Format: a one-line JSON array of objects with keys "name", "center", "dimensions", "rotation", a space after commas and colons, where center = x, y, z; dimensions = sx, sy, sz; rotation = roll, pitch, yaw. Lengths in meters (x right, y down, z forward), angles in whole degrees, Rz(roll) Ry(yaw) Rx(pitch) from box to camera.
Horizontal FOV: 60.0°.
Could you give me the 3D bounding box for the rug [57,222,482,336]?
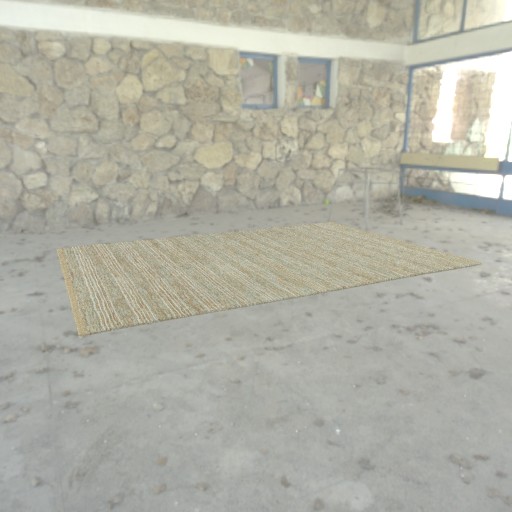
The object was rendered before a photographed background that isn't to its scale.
[{"name": "rug", "center": [0.000, 0.000, 2.284], "dimensions": [1.824, 0.010, 1.240], "rotation": [-7, 16, -25]}]
